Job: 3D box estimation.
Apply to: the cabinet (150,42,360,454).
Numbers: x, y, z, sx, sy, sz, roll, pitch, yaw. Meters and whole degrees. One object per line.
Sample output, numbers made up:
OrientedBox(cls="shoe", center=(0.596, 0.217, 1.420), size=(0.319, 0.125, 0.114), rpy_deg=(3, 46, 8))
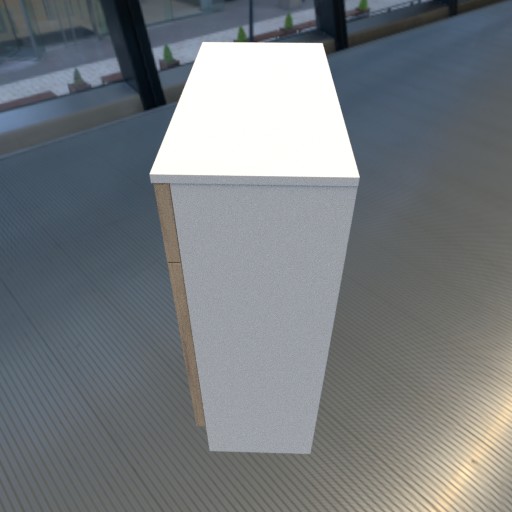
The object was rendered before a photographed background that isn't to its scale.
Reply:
OrientedBox(cls="cabinet", center=(0.000, 0.000, 1.091), size=(0.296, 0.815, 0.600), rpy_deg=(1, 41, 1))
